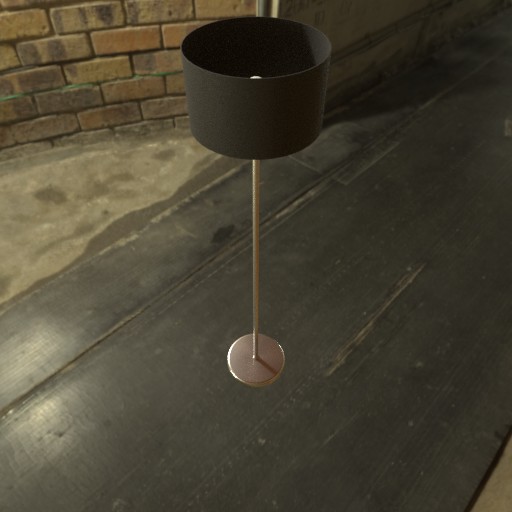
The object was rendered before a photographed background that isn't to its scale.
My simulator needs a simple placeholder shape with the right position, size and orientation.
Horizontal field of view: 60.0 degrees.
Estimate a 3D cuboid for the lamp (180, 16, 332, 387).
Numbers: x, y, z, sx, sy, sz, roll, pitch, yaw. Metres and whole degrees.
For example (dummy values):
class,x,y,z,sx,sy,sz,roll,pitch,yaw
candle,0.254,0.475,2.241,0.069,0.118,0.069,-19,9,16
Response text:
class,x,y,z,sx,sy,sz,roll,pitch,yaw
lamp,0.000,0.000,1.554,0.348,1.443,0.348,4,47,4
